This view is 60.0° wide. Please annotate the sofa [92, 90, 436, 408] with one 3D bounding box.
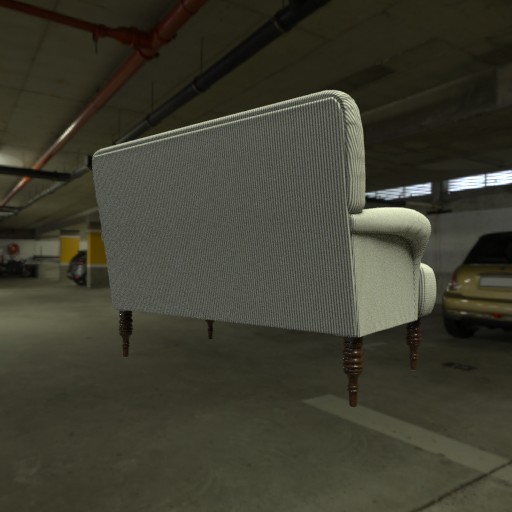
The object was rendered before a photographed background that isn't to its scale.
[{"bbox_3d":[0.000,0.000,1.813,1.297,0.889,0.779,0,-1,38],"label":"sofa"}]
